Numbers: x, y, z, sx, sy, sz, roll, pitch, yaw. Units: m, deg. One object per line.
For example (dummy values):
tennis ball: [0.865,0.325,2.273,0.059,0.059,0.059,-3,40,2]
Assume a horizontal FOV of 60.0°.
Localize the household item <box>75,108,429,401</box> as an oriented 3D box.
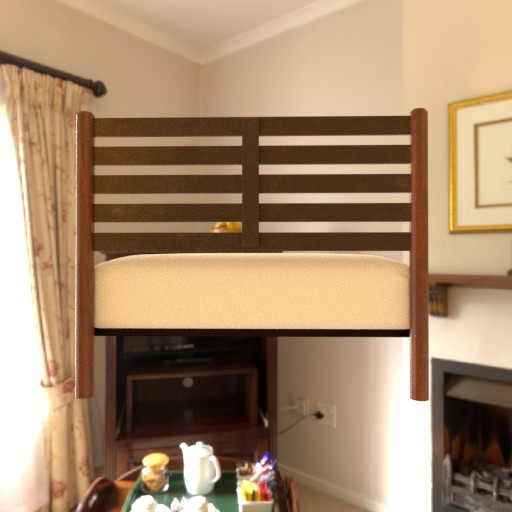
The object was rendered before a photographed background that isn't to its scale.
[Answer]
household item: [0.000,0.000,3.172,1.663,1.356,2.232,0,0,1]
